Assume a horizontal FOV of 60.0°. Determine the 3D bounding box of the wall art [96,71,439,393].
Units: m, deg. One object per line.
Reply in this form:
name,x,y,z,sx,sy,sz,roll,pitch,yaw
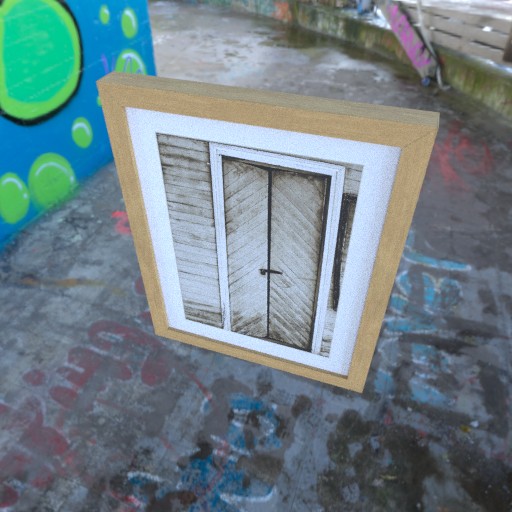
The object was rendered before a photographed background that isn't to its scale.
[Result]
wall art,0.000,0.000,0.520,0.312,0.380,0.030,13,43,14
